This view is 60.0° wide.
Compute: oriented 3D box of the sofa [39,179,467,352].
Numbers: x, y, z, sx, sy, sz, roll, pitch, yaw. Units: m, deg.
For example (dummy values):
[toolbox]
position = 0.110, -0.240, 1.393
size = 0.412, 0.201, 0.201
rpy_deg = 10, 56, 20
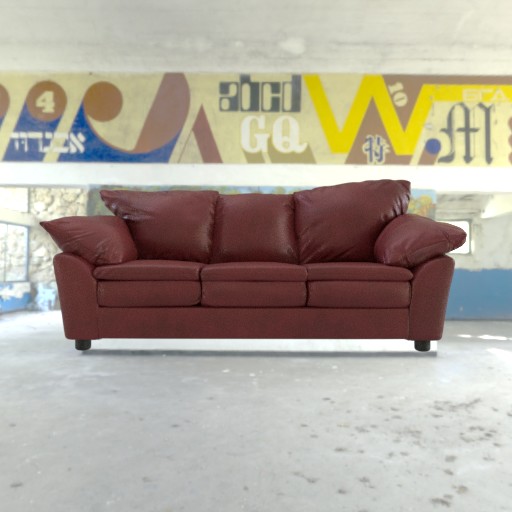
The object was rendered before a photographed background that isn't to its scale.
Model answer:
[sofa]
position = 0.000, 0.000, 2.857
size = 2.390, 1.091, 0.907
rpy_deg = 0, -2, 1
